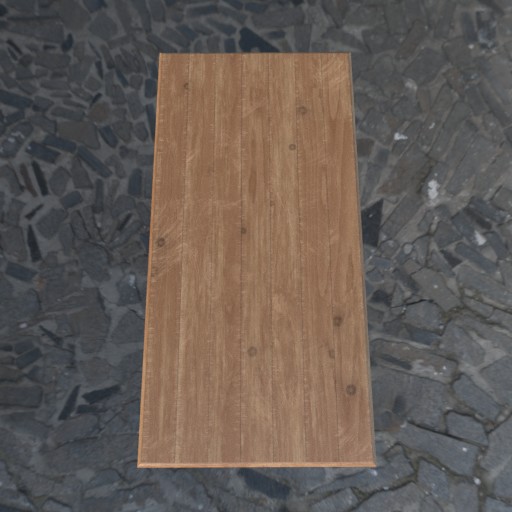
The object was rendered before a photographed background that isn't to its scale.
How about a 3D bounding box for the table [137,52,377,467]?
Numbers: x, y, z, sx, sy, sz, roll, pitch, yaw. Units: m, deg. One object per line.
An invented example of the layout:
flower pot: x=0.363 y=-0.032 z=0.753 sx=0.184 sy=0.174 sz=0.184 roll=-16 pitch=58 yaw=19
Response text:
table: x=0.000 y=0.000 z=1.375 sx=0.559 sy=0.458 sz=1.118 roll=0 pitch=77 yaw=0
